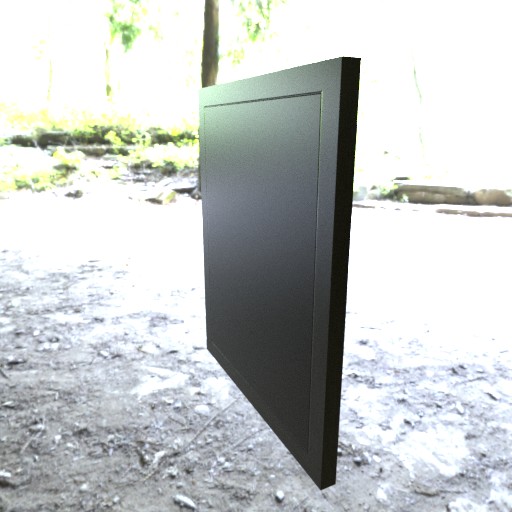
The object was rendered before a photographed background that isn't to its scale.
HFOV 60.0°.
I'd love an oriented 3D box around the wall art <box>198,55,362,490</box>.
[{"bbox_3d":[0.000,0.000,0.774,0.027,0.580,0.479,-8,18,-25],"label":"wall art"}]
